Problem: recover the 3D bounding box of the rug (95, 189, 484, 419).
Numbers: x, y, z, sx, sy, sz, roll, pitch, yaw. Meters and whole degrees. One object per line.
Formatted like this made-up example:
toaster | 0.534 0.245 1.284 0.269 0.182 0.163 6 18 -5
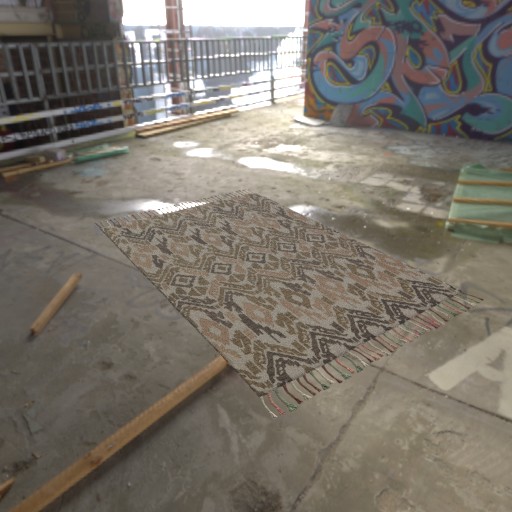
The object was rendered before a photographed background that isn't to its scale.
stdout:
rug | 0.000 0.000 3.044 1.524 0.008 2.438 -18 32 -31
